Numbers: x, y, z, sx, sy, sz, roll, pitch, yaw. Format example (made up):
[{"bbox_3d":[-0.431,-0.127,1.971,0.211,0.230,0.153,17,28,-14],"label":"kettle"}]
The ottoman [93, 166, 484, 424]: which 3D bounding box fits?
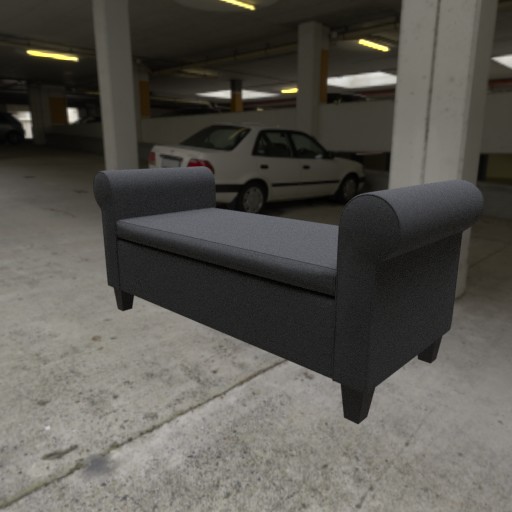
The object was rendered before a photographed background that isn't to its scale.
[{"bbox_3d":[0.000,0.000,1.511,1.256,0.547,0.521,13,19,42],"label":"ottoman"}]
